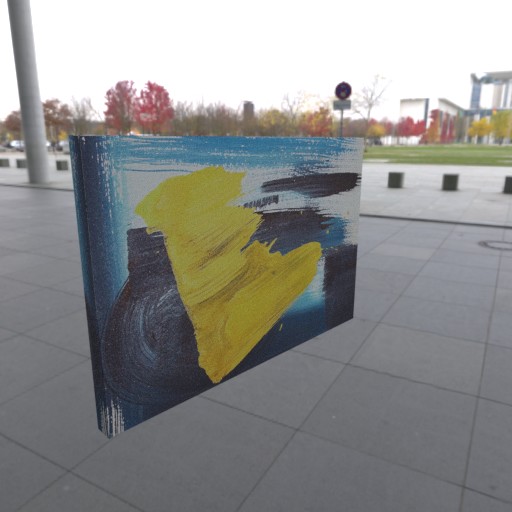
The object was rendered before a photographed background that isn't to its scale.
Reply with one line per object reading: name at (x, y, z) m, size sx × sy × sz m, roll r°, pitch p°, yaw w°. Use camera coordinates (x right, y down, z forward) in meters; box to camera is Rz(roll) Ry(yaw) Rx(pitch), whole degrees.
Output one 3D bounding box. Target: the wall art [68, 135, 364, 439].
wall art at (0.000, 0.000, 0.782) m, size 0.033 × 0.406 × 0.609 m, roll 14°, pitch 20°, yaw 43°
